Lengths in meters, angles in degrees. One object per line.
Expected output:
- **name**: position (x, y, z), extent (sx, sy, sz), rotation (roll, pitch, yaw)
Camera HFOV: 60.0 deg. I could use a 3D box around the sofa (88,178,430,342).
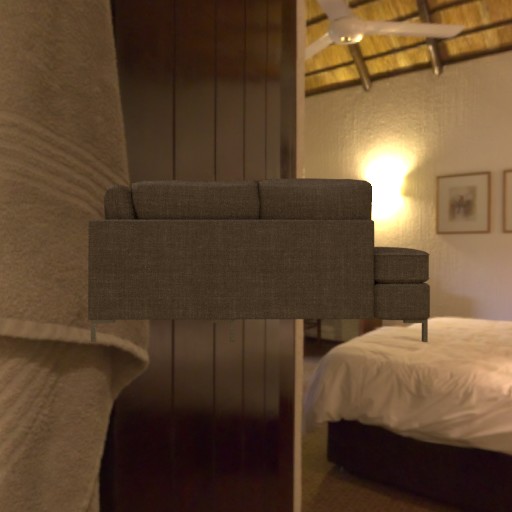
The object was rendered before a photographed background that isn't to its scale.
- **sofa**: position (0.000, 0.000, 4.320), extent (2.048, 0.999, 3.423), rotation (0, 0, -1)
